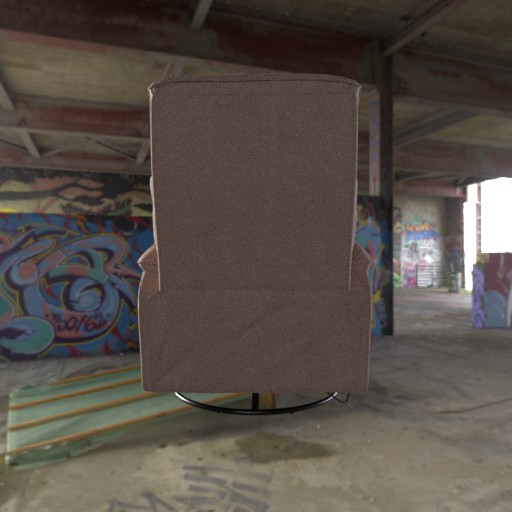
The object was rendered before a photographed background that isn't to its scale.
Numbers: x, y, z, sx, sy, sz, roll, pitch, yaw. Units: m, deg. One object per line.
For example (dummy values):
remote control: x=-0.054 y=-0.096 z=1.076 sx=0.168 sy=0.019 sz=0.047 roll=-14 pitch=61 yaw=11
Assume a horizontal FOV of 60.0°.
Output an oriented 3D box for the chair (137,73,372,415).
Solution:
chair: x=0.000 y=0.000 z=1.696 sx=0.820 sy=1.037 sz=1.004 roll=0 pitch=0 yaw=1
